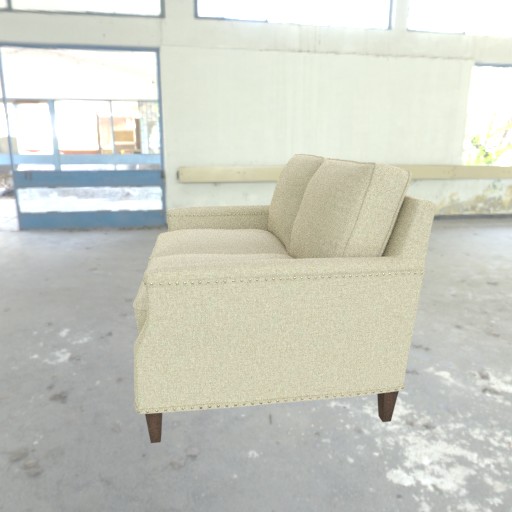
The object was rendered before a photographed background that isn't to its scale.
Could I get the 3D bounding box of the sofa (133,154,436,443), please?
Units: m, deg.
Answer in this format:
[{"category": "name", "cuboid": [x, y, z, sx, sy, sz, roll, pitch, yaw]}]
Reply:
[{"category": "sofa", "cuboid": [0.000, 0.000, 2.271, 1.084, 1.003, 1.597, -2, 14, -8]}]
